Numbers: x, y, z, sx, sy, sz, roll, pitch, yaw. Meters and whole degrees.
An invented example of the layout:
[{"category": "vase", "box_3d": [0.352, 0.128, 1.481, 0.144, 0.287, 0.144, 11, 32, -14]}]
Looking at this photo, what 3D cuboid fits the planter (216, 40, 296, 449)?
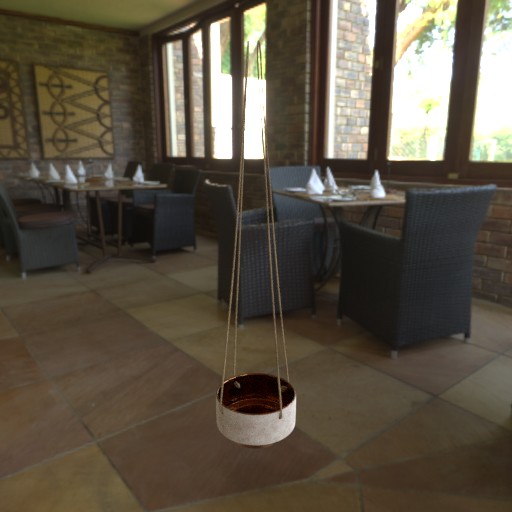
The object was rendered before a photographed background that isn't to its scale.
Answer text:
[{"category": "planter", "box_3d": [0.000, 0.000, 1.148, 0.223, 1.030, 0.223, 2, 13, 10]}]
